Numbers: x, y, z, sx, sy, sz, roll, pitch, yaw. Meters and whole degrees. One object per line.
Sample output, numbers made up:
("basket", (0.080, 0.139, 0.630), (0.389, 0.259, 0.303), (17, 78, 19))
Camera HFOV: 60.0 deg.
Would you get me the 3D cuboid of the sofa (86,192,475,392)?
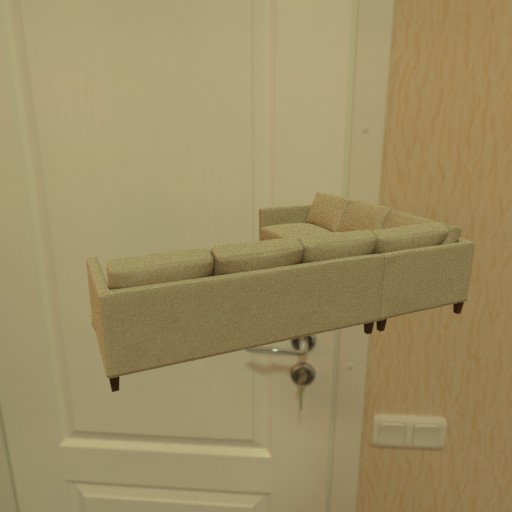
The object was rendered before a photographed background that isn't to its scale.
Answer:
("sofa", (0.000, 0.000, 4.389), (3.182, 0.863, 2.432), (-7, 17, -23))
